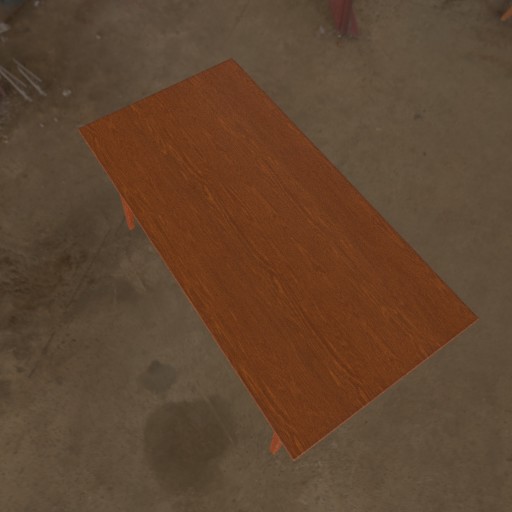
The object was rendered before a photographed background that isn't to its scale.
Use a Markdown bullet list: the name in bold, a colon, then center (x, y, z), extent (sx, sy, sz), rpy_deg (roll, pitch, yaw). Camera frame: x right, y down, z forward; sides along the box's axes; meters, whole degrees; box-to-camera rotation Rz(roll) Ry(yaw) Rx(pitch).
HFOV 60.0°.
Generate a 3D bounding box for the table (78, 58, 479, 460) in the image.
- **table**: center (0.000, 0.000, 2.092), extent (0.811, 0.755, 1.609), rpy_deg (-31, 67, -15)
